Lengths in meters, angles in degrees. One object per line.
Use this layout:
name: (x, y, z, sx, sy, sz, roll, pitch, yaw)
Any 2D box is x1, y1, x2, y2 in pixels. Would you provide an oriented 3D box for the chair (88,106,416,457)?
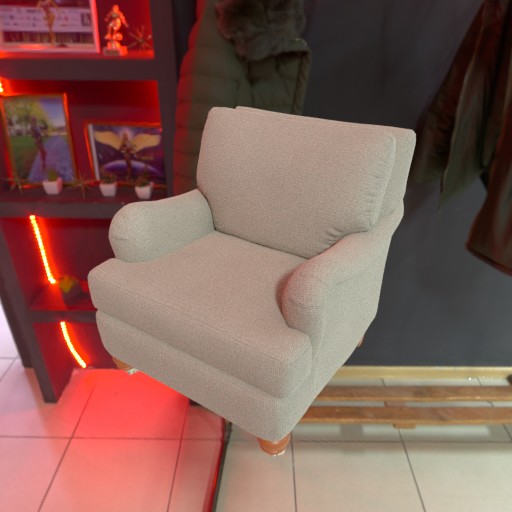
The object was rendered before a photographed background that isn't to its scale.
chair: (0.000, 0.000, 1.851, 0.955, 1.038, 1.070, 18, 34, 29)
